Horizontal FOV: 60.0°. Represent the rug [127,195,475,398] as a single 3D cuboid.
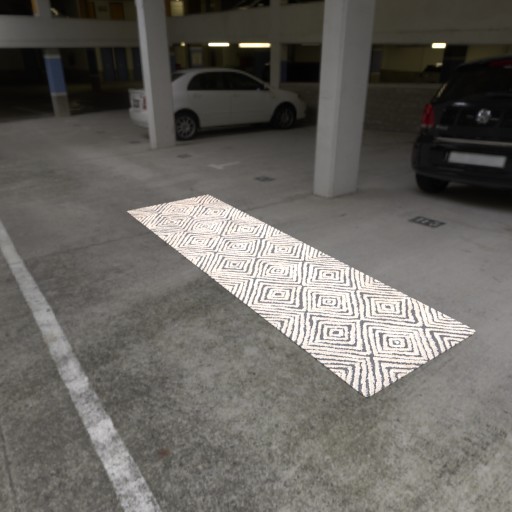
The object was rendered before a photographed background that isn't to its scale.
[{"bbox_3d":[0.000,0.000,2.531,0.676,0.008,2.277,-17,31,-31],"label":"rug"}]
